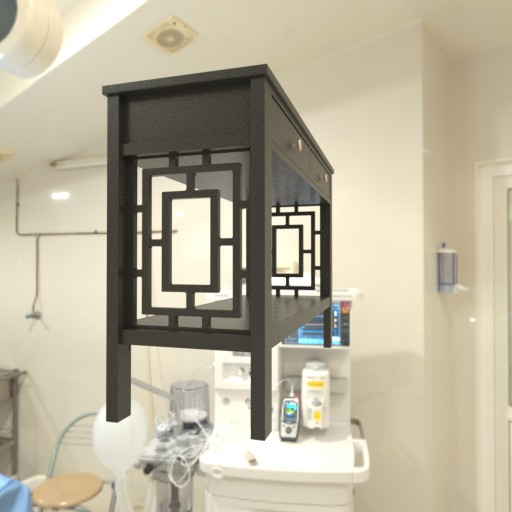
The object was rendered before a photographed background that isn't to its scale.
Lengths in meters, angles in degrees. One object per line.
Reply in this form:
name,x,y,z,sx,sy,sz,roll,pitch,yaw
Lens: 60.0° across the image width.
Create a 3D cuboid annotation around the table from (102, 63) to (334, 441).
table,0.000,0.000,1.443,0.397,0.753,1.068,0,-1,17
